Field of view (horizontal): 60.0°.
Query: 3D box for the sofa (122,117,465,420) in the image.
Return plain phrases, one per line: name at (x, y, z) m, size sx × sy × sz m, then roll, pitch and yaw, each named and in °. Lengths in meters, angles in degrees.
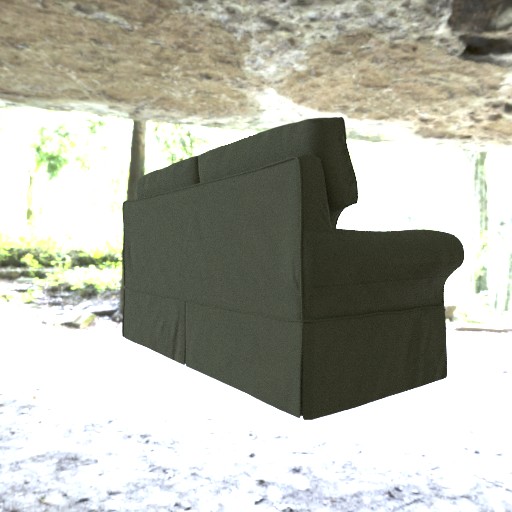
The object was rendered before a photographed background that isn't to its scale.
sofa at (0.000, 0.000, 2.293) m, size 0.841 × 1.024 × 1.823 m, roll 0°, pitch 1°, yaw -36°
